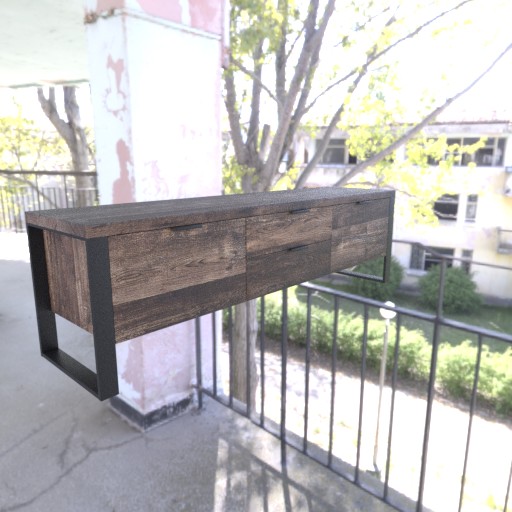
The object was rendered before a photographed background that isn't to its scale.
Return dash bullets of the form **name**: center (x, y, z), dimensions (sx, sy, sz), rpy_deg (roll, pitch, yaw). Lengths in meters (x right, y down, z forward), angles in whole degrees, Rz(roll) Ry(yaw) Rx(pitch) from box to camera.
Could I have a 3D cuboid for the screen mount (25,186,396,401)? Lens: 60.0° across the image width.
- **screen mount**: center (0.000, 0.000, 1.735), dimensions (0.395, 0.450, 1.524), rpy_deg (12, 17, 42)
